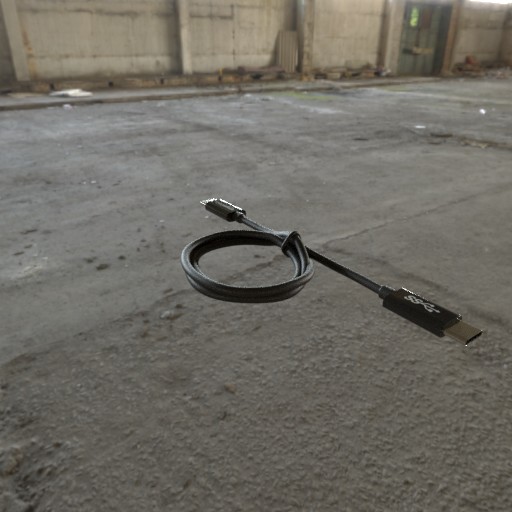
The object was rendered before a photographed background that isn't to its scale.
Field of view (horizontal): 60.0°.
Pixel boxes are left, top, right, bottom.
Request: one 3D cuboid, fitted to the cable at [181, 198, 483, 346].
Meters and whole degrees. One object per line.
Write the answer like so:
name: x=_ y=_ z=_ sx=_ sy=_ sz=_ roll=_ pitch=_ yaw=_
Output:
cable: x=0.000 y=0.000 z=0.207 sx=0.070 sy=0.014 sz=0.186 roll=-17 pitch=30 yaw=-32
